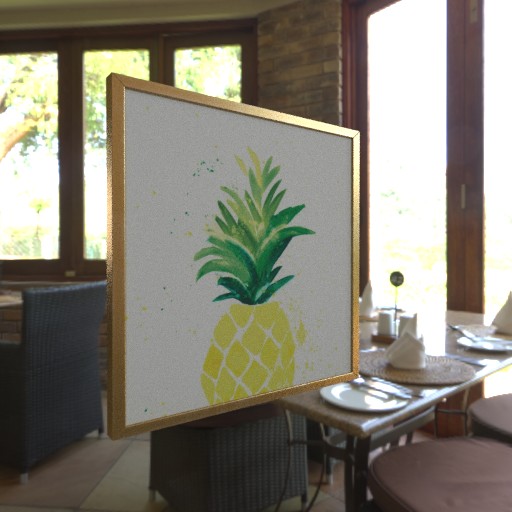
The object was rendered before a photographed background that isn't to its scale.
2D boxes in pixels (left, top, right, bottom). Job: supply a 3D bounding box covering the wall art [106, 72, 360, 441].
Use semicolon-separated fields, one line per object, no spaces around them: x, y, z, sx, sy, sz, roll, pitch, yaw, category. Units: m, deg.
0.000;0.000;1.153;0.762;0.760;0.037;0;1;-36;wall art
